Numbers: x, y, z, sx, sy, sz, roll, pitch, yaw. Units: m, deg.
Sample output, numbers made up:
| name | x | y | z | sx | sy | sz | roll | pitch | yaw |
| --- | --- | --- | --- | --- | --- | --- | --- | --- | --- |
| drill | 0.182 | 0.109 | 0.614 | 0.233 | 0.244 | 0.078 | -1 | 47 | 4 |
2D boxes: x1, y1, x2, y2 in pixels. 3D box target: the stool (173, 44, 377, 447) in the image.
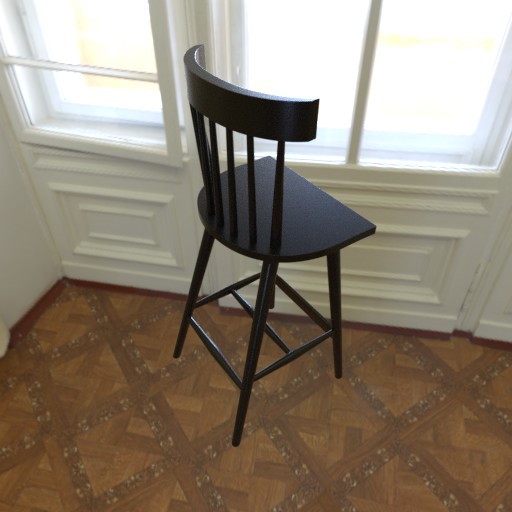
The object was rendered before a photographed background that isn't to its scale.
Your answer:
| name | x | y | z | sx | sy | sz | roll | pitch | yaw |
| --- | --- | --- | --- | --- | --- | --- | --- | --- | --- |
| stool | 0.000 | 0.000 | 1.329 | 0.483 | 1.092 | 0.482 | -24 | 46 | -26 |
